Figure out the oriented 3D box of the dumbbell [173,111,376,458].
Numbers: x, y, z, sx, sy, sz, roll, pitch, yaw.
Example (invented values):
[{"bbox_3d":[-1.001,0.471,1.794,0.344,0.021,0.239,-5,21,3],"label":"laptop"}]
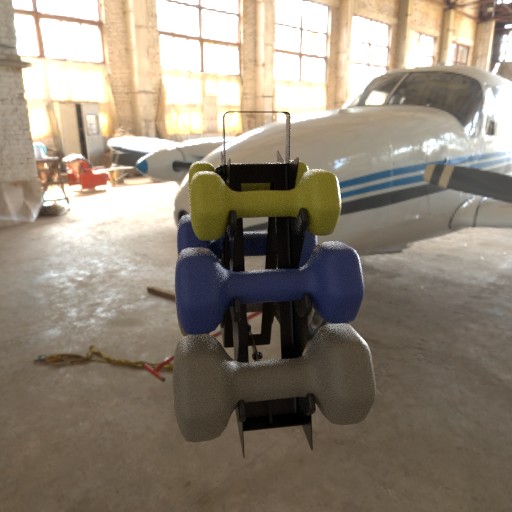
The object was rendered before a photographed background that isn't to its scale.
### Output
[{"bbox_3d":[0.000,0.000,0.687,0.261,0.426,0.416,-3,17,-9],"label":"dumbbell"}]
